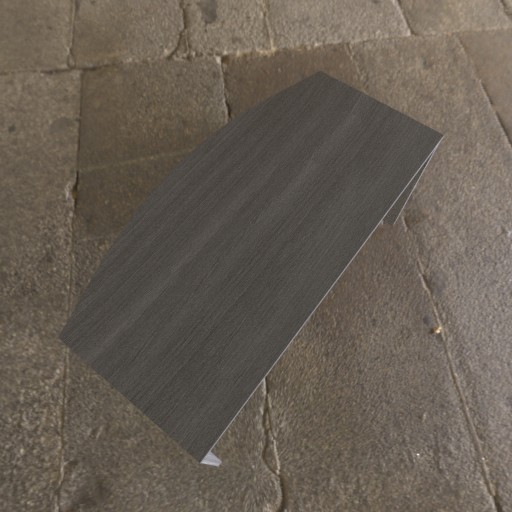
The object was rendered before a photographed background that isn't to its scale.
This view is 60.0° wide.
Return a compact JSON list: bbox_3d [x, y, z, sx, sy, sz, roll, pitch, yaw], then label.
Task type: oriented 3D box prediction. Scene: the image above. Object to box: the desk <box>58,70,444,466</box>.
[{"bbox_3d":[0.000,0.000,2.057,0.802,0.750,1.600,35,69,16],"label":"desk"}]
